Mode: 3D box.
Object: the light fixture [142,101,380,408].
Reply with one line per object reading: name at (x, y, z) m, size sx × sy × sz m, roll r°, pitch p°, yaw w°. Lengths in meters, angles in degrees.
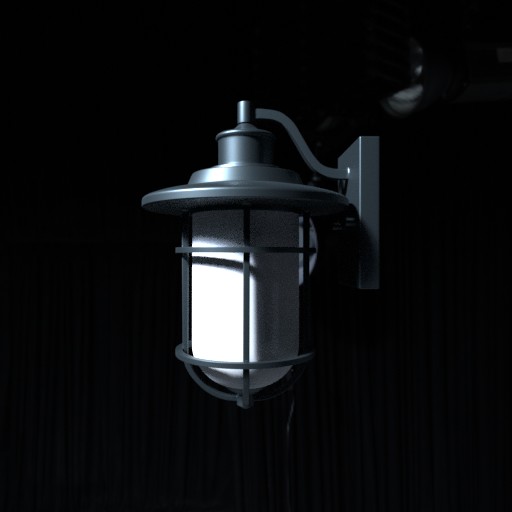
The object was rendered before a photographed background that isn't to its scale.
light fixture at (0.000, 0.000, 0.503) m, size 0.252 × 0.345 × 0.222 m, roll 0°, pitch 0°, yaw -2°
